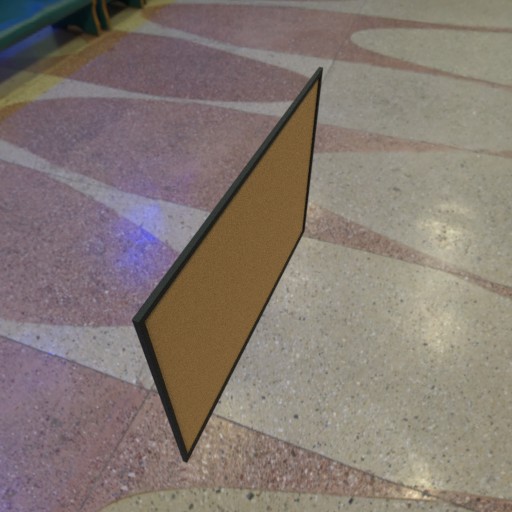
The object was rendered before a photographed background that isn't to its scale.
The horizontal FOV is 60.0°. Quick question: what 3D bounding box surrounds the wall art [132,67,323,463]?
[{"bbox_3d":[0.000,0.000,1.239,0.013,0.665,0.963,18,50,15],"label":"wall art"}]
